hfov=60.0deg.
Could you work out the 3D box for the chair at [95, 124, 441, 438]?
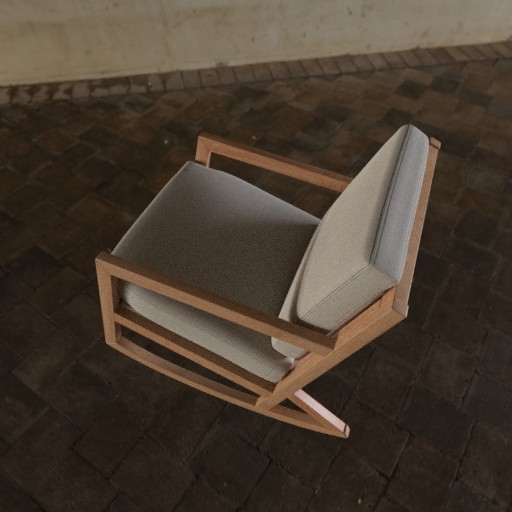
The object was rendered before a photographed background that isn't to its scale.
[{"bbox_3d":[0.000,0.000,1.380,0.857,0.790,0.622,16,50,14],"label":"chair"}]
